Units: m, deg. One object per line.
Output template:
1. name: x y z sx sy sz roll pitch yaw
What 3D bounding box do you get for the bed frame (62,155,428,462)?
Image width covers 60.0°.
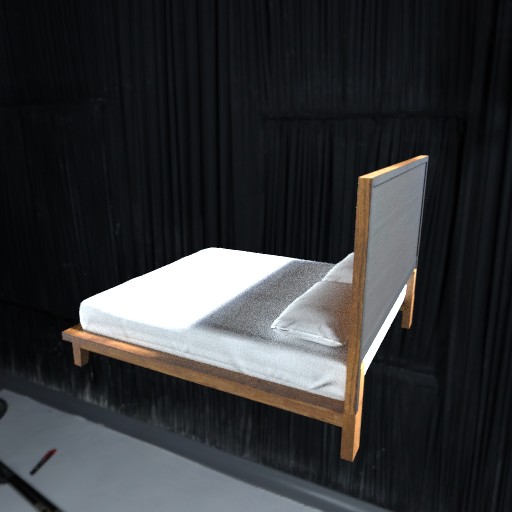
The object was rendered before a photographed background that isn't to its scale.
1. bed frame: 0.000 0.000 3.576 2.235 1.537 2.038 8 18 26
